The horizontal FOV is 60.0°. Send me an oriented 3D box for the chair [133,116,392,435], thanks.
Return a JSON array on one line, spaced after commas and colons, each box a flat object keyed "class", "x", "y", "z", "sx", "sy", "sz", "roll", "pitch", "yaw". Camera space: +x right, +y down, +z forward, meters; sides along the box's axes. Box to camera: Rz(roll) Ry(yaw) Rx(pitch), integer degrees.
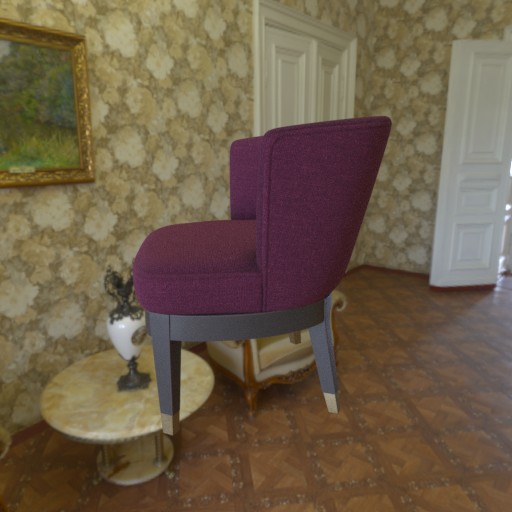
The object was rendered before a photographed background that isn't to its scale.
[{"class": "chair", "x": 0.000, "y": 0.000, "z": 1.279, "sx": 0.660, "sy": 0.760, "sz": 0.700, "roll": -2, "pitch": 13, "yaw": -8}]
